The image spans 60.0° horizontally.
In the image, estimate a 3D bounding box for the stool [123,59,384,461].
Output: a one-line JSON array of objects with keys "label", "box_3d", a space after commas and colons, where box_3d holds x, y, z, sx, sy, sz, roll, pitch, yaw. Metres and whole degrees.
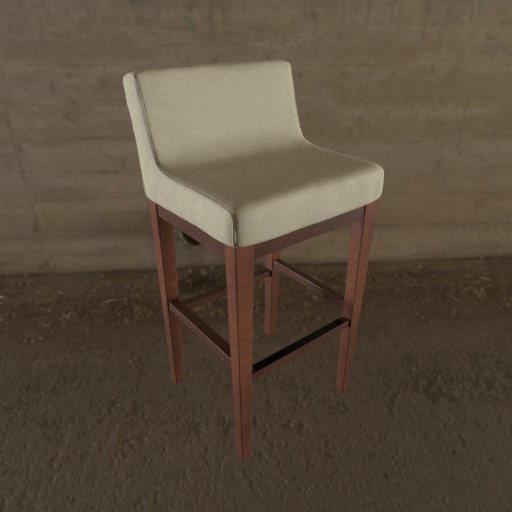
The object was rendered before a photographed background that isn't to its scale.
[{"label": "stool", "box_3d": [0.000, 0.000, 1.331, 0.511, 1.037, 0.500, -21, 35, -33]}]
